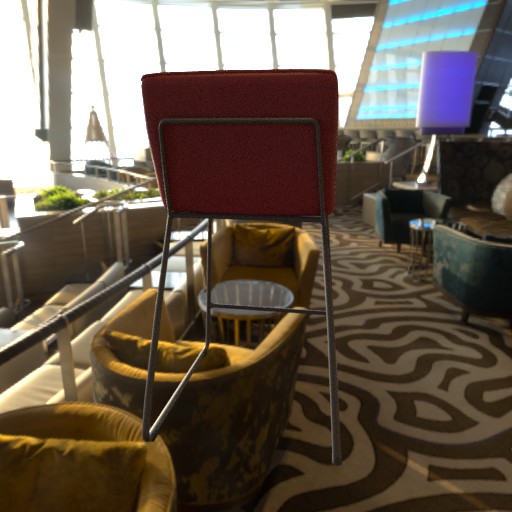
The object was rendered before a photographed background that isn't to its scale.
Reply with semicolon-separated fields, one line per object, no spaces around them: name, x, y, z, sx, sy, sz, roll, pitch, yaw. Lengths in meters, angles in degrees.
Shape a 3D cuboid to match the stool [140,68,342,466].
stool;0.000;0.000;1.178;0.489;0.866;0.524;3;16;10
